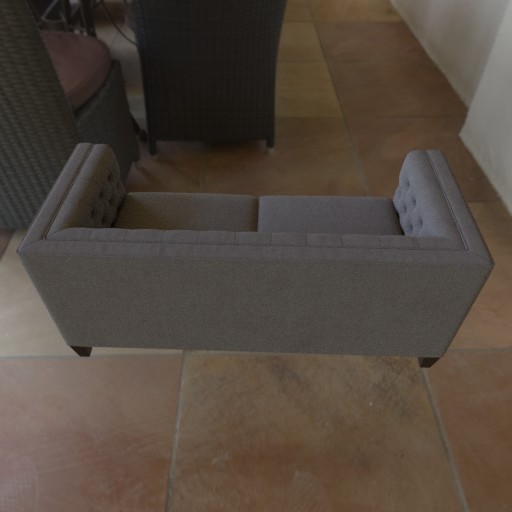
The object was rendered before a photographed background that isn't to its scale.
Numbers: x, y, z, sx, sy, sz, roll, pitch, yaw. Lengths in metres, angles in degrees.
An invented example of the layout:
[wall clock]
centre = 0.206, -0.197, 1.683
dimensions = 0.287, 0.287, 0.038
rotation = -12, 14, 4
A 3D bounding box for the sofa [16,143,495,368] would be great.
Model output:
[sofa]
centre = 0.000, 0.000, 2.161
dimensions = 1.778, 0.762, 0.775
rotation = 1, 46, 1
